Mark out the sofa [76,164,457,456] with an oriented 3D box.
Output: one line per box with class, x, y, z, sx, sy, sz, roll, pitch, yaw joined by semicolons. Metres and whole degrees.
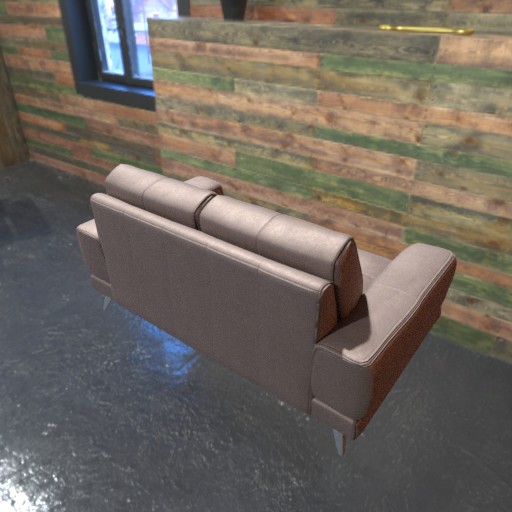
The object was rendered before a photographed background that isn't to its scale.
sofa;0.000;0.000;2.361;1.806;0.907;1.018;22;37;32
